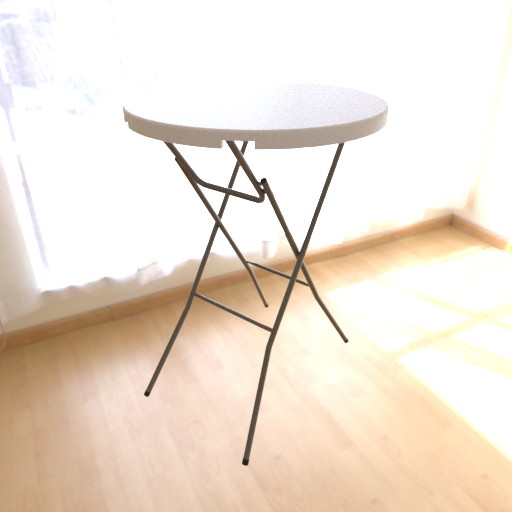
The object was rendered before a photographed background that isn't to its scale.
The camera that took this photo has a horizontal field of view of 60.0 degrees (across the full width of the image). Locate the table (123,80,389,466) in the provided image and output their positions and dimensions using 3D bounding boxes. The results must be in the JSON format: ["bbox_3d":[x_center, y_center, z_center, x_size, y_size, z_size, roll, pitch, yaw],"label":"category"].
[{"bbox_3d":[0.000,0.000,1.630,0.792,1.105,0.795,21,35,32],"label":"table"}]
